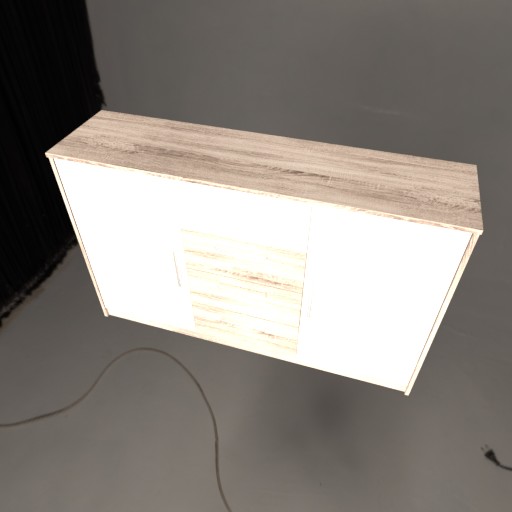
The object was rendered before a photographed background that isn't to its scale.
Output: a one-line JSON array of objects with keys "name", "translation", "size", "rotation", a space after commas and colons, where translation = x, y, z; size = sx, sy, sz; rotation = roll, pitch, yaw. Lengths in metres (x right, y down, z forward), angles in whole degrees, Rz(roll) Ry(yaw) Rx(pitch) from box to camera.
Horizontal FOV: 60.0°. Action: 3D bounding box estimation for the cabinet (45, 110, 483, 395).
[{"name": "cabinet", "translation": [0.000, 0.000, 1.834], "size": [1.450, 0.900, 0.380], "rotation": [12, 44, 13]}]
